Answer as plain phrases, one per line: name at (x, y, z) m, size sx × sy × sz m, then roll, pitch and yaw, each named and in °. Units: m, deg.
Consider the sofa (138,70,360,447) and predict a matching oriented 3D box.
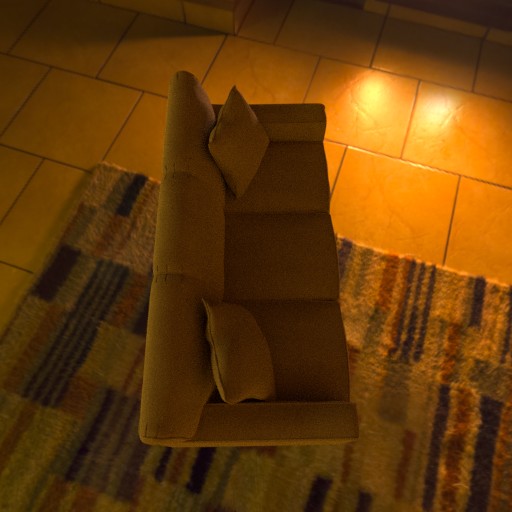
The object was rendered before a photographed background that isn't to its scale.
sofa at (0.000, 0.000, 2.574) m, size 0.997 × 0.958 × 2.024 m, roll -1°, pitch 65°, yaw 0°
